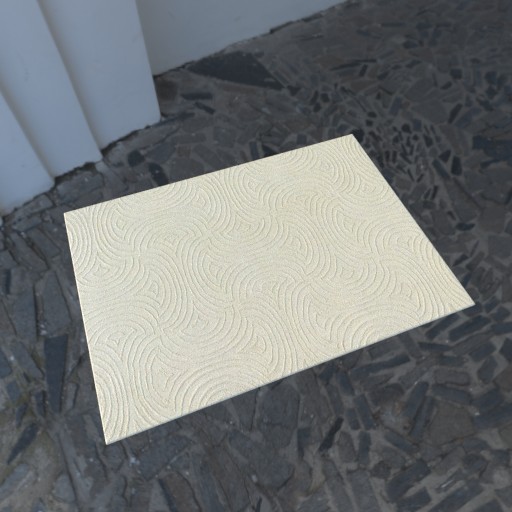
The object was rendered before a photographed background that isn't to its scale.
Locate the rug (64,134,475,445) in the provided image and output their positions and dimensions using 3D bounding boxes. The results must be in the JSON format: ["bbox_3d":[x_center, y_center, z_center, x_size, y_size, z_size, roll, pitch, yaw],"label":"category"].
[{"bbox_3d":[0.000,0.000,2.743,2.132,0.015,1.526,-18,59,-11],"label":"rug"}]
